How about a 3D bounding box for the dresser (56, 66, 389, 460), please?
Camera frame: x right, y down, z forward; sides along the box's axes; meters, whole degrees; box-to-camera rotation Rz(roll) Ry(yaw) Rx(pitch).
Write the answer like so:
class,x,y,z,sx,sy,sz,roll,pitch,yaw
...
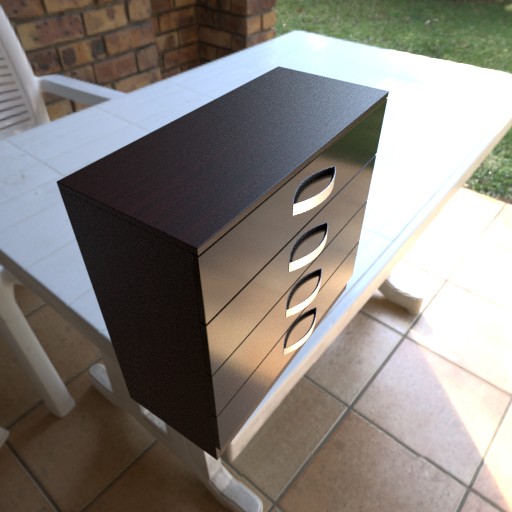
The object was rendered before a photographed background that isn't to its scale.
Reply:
class,x,y,z,sx,sy,sz,roll,pitch,yaw
dresser,0.000,0.000,1.192,0.360,0.720,0.750,24,47,25
